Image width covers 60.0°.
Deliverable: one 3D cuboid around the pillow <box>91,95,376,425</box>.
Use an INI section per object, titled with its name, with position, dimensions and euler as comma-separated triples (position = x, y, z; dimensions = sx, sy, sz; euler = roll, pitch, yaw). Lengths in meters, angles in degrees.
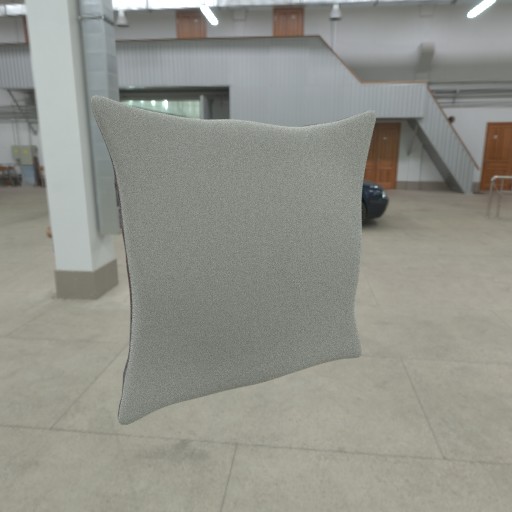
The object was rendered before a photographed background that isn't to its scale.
[pillow]
position = 0.000, 0.000, 0.785
dimensions = 0.514, 0.513, 0.163
euler = -8, 16, -28
